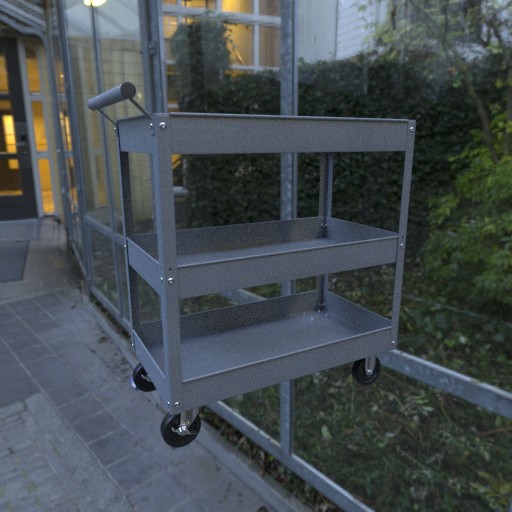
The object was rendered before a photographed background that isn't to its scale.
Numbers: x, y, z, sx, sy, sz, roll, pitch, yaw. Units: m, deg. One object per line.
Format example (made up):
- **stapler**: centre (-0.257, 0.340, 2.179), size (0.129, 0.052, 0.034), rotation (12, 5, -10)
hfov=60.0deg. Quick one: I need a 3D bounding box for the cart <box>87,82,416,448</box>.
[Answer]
- **cart**: centre (0.000, 0.000, 1.164), size (0.719, 0.780, 0.366), rotation (-8, 16, -27)
